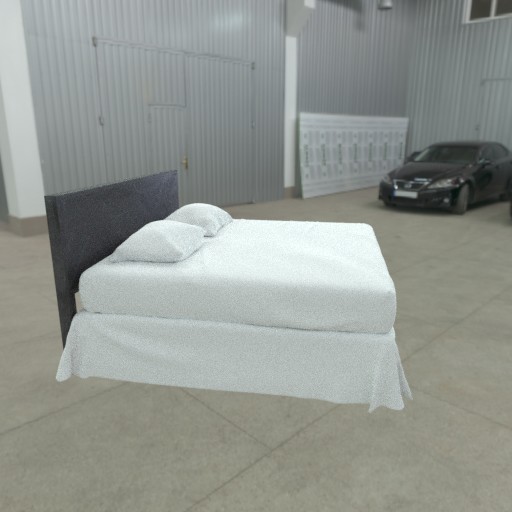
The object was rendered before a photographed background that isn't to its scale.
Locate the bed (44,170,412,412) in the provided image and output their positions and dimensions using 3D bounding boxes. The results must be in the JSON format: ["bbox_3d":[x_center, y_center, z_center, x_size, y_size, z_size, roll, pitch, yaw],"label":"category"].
[{"bbox_3d":[0.000,0.000,3.489,2.165,1.158,2.255,3,16,10],"label":"bed"}]
